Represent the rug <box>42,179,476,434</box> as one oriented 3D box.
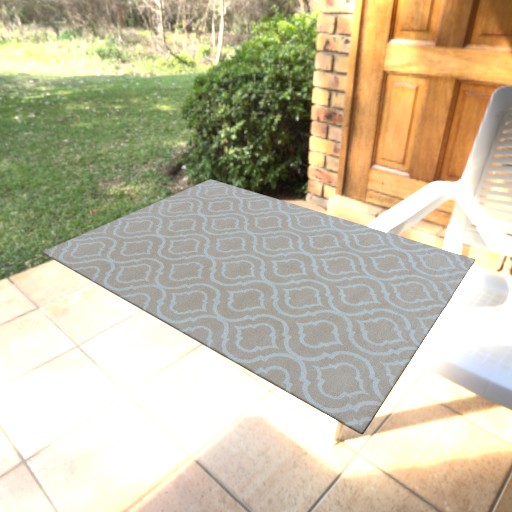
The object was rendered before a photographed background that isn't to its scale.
[{"bbox_3d":[0.000,0.000,2.674,2.134,0.010,1.524,22,37,31],"label":"rug"}]
